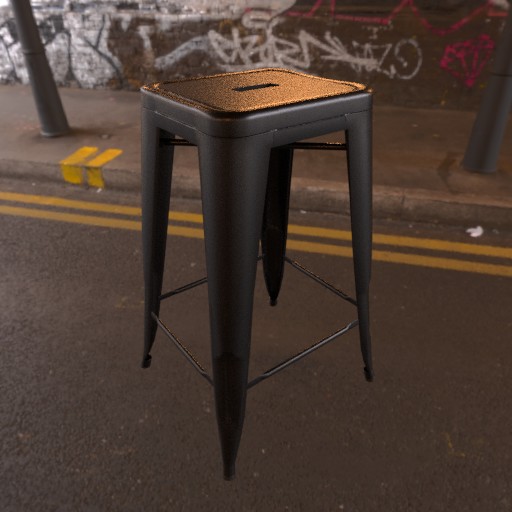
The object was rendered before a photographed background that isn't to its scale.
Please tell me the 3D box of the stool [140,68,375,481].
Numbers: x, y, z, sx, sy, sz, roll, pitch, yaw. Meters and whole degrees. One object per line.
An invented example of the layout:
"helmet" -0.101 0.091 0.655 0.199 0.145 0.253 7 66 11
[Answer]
"stool" 0.000 0.000 0.833 0.399 0.609 0.359 -22 38 -31
